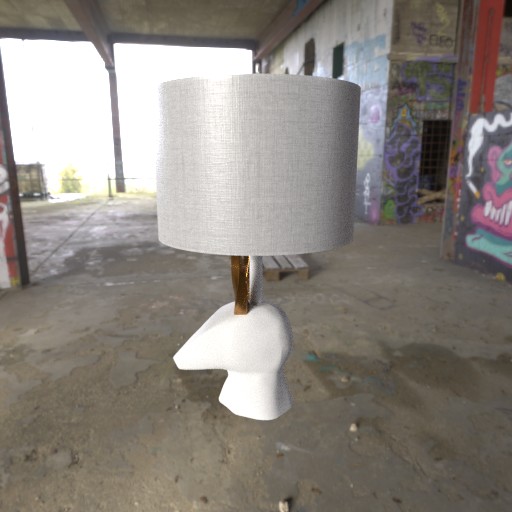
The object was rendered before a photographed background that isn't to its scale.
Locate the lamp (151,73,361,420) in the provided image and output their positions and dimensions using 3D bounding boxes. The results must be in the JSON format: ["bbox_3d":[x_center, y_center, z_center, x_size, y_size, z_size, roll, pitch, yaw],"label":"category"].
[{"bbox_3d":[0.000,0.000,0.701,0.298,0.503,0.298,2,13,8],"label":"lamp"}]
